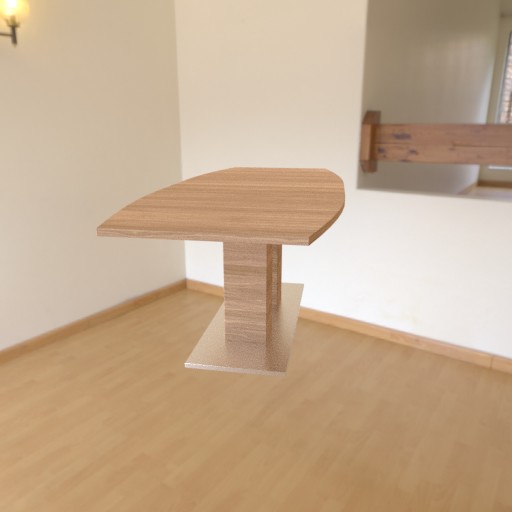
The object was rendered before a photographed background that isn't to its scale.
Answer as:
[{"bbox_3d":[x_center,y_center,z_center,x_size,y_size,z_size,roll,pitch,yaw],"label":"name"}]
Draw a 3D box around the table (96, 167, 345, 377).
[{"bbox_3d":[0.000,0.000,2.403,0.900,0.750,2.032,3,17,9],"label":"table"}]
